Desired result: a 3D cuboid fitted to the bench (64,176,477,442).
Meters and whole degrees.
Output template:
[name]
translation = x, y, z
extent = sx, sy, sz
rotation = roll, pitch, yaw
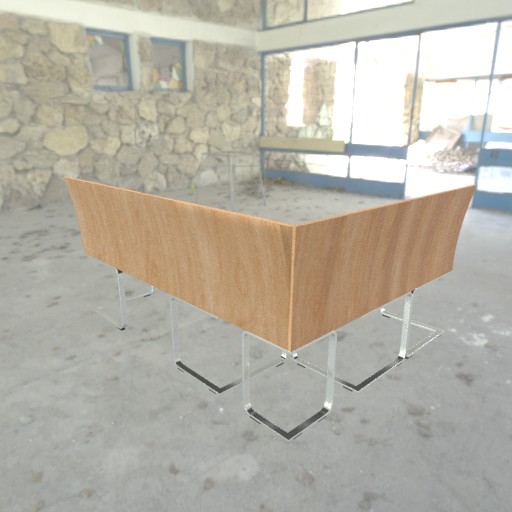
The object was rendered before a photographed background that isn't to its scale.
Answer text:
[bench]
translation = 0.000, 0.000, 2.745
extent = 1.495, 0.930, 1.945
rotation = -15, 22, -41
